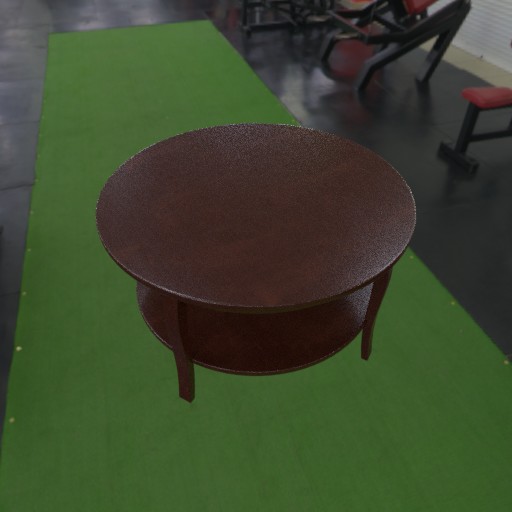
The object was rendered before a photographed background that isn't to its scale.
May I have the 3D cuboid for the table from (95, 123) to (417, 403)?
[{"bbox_3d":[0.000,0.000,1.469,0.911,0.512,0.911,0,41,0],"label":"table"}]
